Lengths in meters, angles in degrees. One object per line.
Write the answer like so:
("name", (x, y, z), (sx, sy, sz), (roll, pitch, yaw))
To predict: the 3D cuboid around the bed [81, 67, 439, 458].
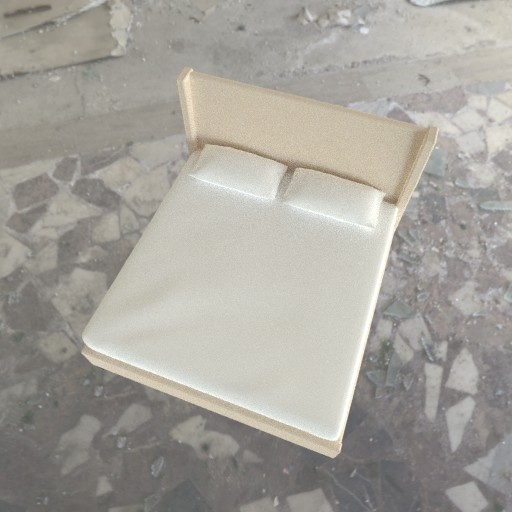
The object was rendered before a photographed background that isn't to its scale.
("bed", (0.000, 0.000, 3.633), (2.145, 1.471, 2.293), (17, 60, 11))
